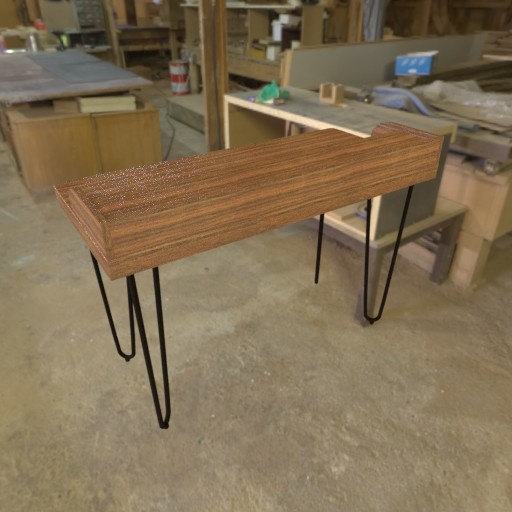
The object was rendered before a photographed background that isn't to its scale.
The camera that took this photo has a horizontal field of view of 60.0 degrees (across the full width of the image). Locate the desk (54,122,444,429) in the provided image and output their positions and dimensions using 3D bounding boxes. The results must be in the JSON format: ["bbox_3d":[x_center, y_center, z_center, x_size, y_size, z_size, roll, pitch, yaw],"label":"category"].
[{"bbox_3d":[0.000,0.000,1.679,1.200,0.854,0.565,-19,36,-28],"label":"desk"}]
